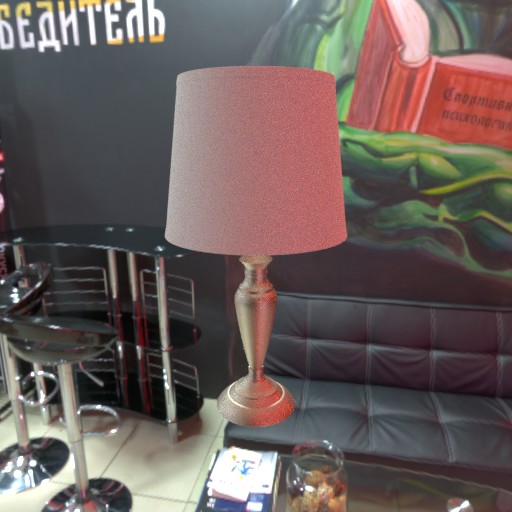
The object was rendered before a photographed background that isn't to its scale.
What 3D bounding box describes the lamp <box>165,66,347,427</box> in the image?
[{"bbox_3d":[0.000,0.000,0.825,0.328,0.619,0.328,0,15,0],"label":"lamp"}]
